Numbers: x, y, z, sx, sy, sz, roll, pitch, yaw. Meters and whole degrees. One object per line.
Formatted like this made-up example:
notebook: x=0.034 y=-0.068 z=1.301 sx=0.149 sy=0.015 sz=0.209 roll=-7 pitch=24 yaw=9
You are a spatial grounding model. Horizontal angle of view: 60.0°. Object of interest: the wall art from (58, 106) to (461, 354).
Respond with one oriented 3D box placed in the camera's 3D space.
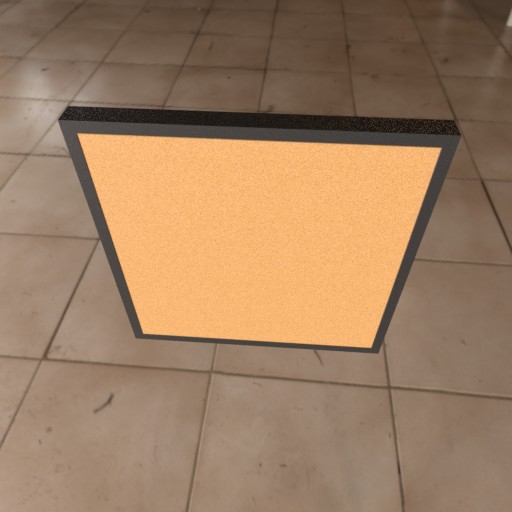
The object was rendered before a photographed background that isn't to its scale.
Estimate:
wall art: x=0.000 y=0.000 z=0.750 sx=0.506 sy=0.506 sz=0.037 roll=3 pitch=47 yaw=3
